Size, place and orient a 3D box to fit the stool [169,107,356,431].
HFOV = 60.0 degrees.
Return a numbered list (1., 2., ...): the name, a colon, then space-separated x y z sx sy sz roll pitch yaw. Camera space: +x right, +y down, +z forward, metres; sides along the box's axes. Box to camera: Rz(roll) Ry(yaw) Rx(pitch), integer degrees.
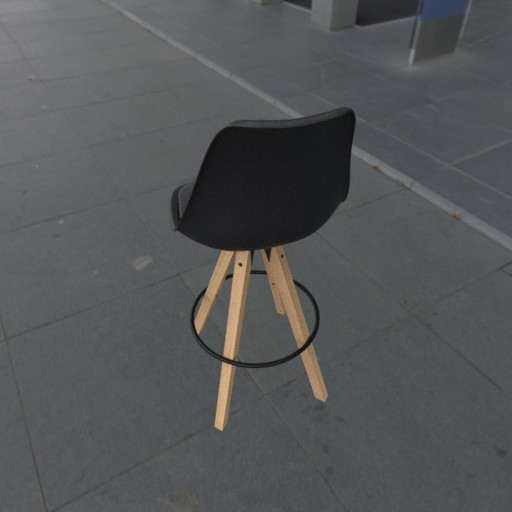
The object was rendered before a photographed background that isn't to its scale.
1. stool: 0.000 0.000 1.376 0.485 1.115 0.550 -11 42 -13
